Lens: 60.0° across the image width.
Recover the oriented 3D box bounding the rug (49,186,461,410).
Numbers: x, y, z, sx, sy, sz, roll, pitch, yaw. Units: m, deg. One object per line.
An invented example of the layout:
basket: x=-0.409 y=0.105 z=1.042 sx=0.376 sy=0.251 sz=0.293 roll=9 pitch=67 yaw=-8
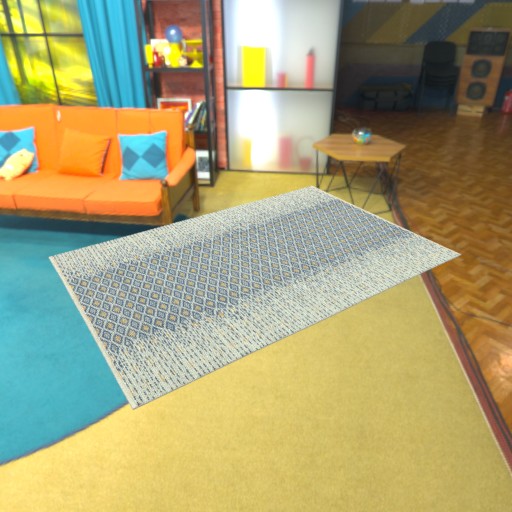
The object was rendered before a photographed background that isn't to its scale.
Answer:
rug: x=0.000 y=0.000 z=2.357 sx=1.828 sy=0.005 sz=1.219 roll=-19 pitch=35 yaw=-29
